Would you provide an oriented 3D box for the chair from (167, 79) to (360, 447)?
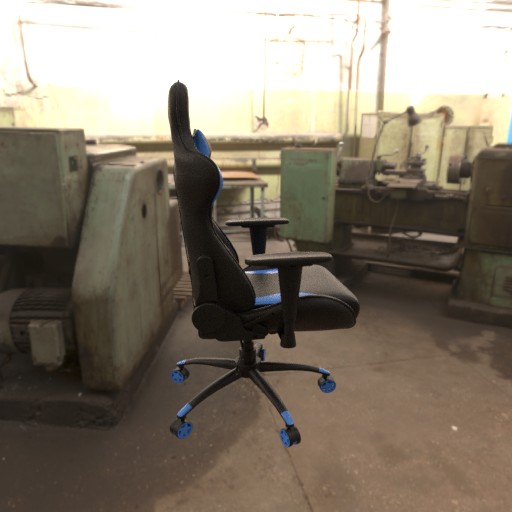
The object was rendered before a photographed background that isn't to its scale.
[{"bbox_3d":[0.000,0.000,1.746,0.730,1.282,0.695,-3,17,-9],"label":"chair"}]
